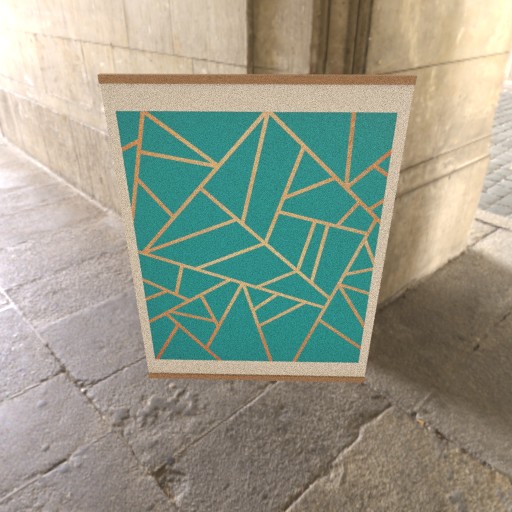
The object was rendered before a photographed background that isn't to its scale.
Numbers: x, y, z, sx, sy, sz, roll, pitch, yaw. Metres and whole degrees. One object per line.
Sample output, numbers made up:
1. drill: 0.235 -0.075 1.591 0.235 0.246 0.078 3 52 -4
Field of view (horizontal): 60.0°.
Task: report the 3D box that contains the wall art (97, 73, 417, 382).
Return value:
1. wall art: 0.000 0.000 0.795 0.459 0.608 0.012 1 31 1
